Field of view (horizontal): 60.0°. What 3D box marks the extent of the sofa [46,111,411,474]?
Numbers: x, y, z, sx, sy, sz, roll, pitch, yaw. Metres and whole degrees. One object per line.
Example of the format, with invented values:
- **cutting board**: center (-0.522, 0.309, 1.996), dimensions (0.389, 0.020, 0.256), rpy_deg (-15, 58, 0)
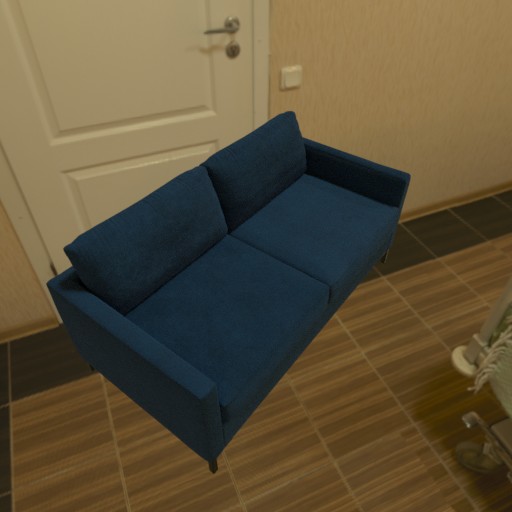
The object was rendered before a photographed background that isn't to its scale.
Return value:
- **sofa**: center (0.000, 0.000, 2.194), dimensions (0.875, 0.817, 1.676), rpy_deg (28, 49, 27)
